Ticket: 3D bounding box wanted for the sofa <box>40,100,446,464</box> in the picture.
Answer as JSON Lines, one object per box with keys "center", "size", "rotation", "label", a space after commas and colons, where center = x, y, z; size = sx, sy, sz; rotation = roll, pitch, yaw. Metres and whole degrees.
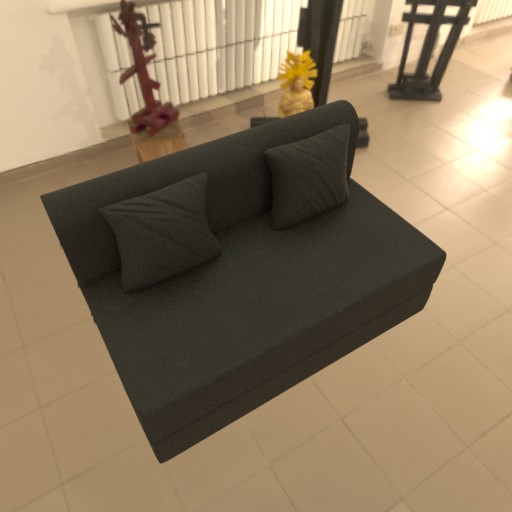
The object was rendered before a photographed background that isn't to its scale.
{"center": [0.000, 0.000, 1.658], "size": [1.225, 0.670, 0.762], "rotation": [-24, 51, -21], "label": "sofa"}
